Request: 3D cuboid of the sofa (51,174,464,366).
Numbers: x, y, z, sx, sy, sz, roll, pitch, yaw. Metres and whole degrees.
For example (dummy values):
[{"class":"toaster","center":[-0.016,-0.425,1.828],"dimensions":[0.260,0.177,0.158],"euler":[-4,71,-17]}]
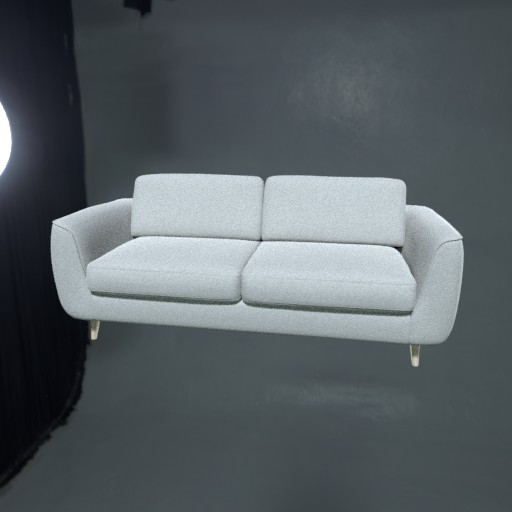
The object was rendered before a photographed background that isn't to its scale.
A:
[{"class":"sofa","center":[0.000,0.000,2.480],"dimensions":[2.000,0.850,0.920],"euler":[3,16,10]}]
